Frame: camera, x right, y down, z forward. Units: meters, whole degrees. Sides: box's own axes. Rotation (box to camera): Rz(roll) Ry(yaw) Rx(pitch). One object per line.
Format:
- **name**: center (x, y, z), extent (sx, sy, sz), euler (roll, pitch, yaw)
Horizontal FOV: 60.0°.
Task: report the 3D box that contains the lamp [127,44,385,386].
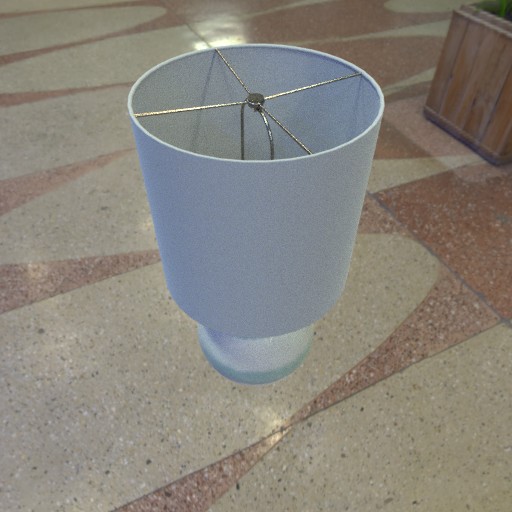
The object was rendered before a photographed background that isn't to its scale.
- **lamp**: center (0.000, 0.000, 0.524), extent (0.217, 0.404, 0.217), euler (-16, 48, -16)
